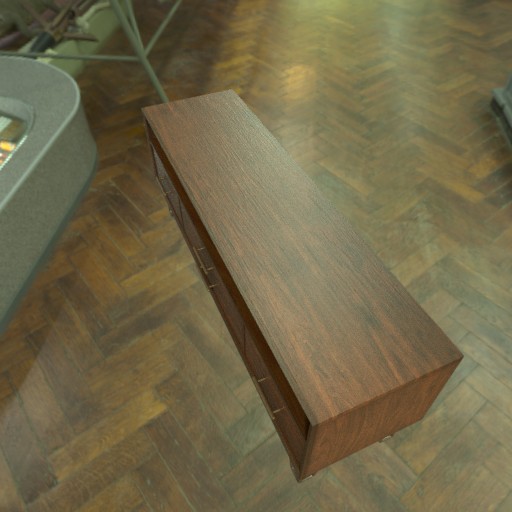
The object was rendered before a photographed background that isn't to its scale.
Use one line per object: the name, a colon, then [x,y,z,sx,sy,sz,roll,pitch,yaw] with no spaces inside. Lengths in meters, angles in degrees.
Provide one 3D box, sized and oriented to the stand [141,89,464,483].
stand: [0.000,0.000,1.831,0.481,0.610,1.626,-18,50,-16]
